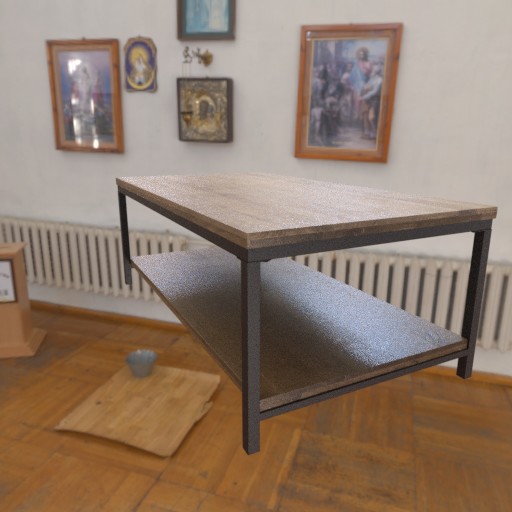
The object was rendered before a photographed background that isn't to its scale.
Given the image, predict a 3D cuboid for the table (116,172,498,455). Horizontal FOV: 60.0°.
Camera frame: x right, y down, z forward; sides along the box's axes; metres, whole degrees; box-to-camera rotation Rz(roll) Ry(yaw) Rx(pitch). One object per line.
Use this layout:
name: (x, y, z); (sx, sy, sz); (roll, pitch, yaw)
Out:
table: (0.000, 0.000, 1.292); (0.574, 0.393, 1.062); (-8, 17, -26)
